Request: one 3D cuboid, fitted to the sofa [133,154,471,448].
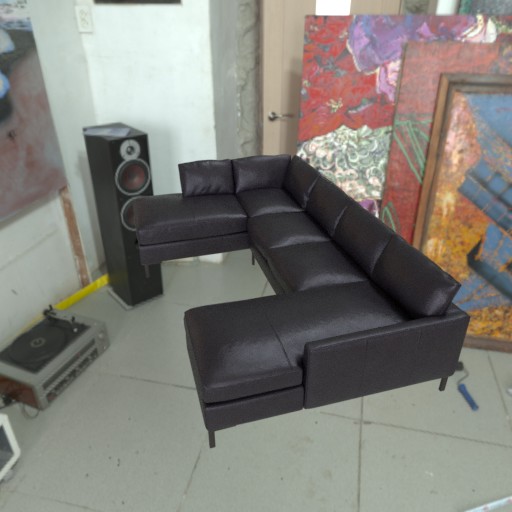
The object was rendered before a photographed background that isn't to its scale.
[{"bbox_3d":[0.000,0.000,3.831,1.939,0.900,2.956,-8,30,-14],"label":"sofa"}]
